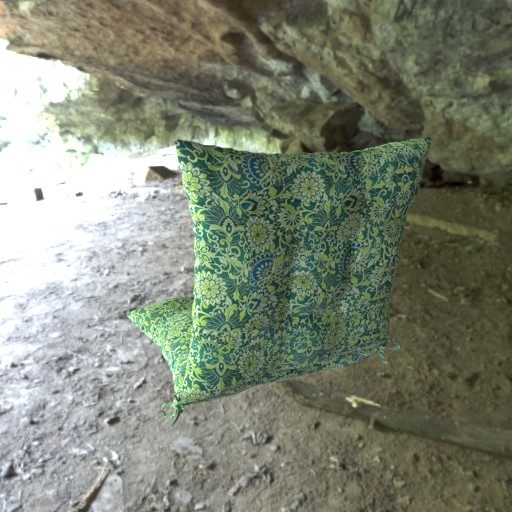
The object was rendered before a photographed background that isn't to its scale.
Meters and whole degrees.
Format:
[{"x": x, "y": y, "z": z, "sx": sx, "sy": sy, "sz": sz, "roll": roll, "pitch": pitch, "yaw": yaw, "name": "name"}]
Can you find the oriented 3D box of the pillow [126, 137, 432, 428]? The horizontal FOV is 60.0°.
[{"x": 0.000, "y": 0.000, "z": 1.013, "sx": 0.541, "sy": 0.536, "sz": 0.585, "roll": -8, "pitch": 18, "yaw": -26, "name": "pillow"}]
